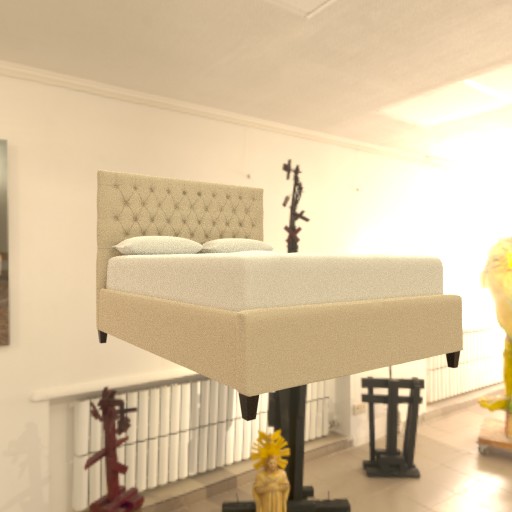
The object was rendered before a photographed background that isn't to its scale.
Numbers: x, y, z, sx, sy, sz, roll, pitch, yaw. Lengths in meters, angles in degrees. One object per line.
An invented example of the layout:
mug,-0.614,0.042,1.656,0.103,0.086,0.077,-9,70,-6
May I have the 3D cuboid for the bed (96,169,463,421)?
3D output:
bed,0.000,0.000,3.248,1.696,1.426,2.233,0,0,-35
